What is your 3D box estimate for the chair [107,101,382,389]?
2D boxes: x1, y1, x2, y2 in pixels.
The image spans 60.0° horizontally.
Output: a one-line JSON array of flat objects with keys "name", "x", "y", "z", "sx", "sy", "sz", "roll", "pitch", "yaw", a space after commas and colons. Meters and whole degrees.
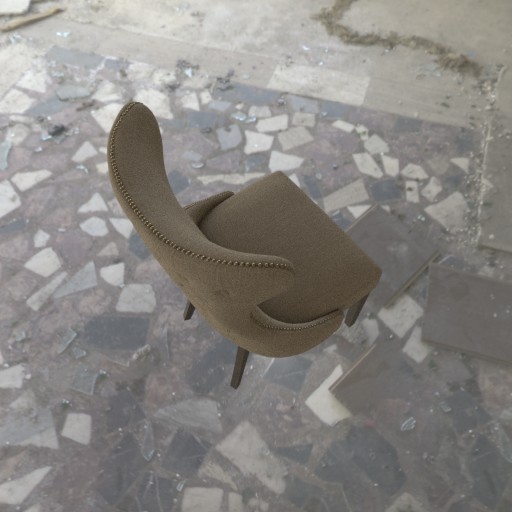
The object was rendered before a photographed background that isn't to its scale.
[{"name": "chair", "x": 0.000, "y": 0.000, "z": 1.386, "sx": 0.635, "sy": 0.967, "sz": 0.628, "roll": -32, "pitch": 64, "yaw": -18}]
